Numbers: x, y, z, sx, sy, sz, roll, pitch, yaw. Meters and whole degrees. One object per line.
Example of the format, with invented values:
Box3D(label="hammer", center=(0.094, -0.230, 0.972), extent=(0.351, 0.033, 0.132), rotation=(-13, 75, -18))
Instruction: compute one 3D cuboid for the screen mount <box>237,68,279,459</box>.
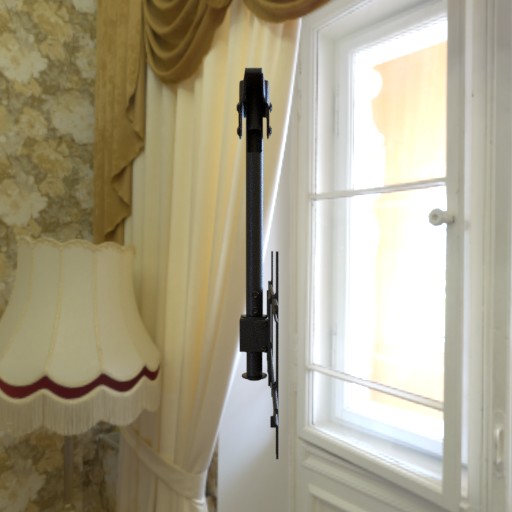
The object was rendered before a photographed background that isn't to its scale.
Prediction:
Box3D(label="screen mount", center=(0.000, 0.000, 1.037), extent=(0.090, 0.775, 0.595), rotation=(0, 1, 1))
